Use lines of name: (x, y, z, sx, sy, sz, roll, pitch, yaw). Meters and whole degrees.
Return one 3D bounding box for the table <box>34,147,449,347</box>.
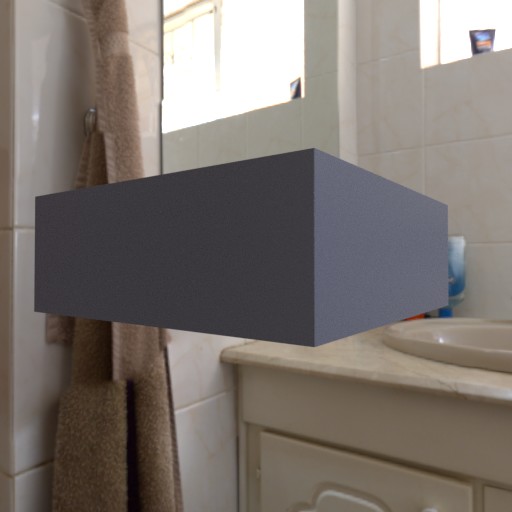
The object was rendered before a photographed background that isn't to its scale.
table: (0.000, 0.000, 1.207, 0.801, 0.299, 0.801, -1, -1, 36)
